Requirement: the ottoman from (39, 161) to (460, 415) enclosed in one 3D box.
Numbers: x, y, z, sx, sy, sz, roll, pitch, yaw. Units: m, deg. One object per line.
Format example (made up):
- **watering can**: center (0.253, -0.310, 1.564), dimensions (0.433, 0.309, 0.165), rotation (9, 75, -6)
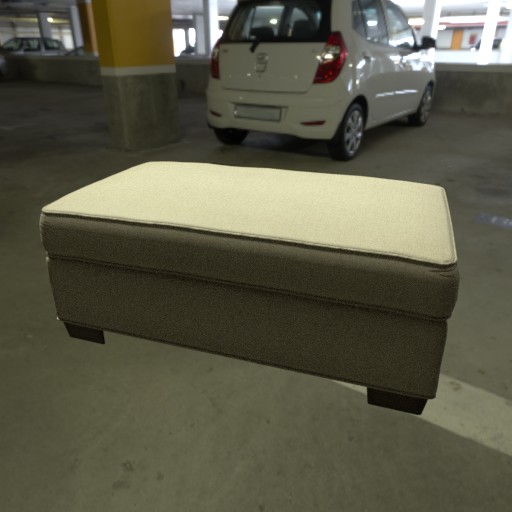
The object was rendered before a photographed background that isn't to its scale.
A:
- **ottoman**: center (0.000, 0.000, 1.390), dimensions (1.097, 0.461, 0.617), rotation (8, 27, 16)
